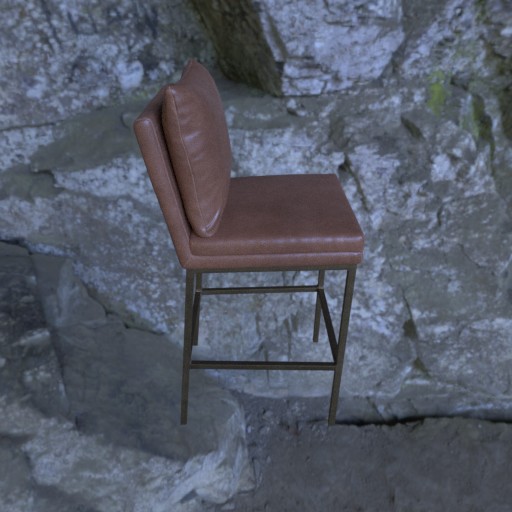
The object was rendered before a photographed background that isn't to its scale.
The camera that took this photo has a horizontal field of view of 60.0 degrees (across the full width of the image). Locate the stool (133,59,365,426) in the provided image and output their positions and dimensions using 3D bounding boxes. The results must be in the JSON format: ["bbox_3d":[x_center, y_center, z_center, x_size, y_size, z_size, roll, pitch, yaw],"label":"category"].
[{"bbox_3d":[0.000,0.000,1.440,0.571,1.124,0.463,0,31,-1],"label":"stool"}]
